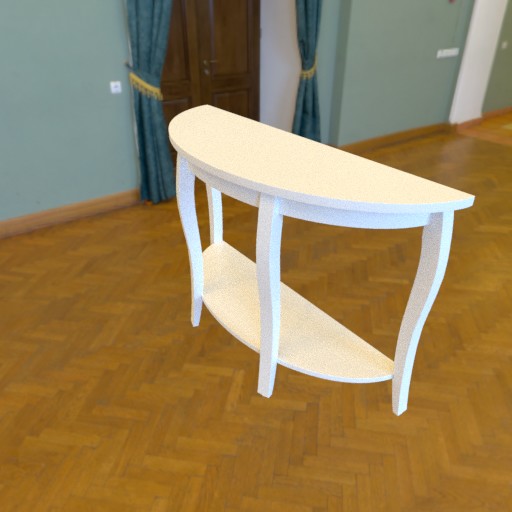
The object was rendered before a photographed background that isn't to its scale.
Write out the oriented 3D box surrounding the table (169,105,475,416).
[{"bbox_3d":[0.000,0.000,1.575,0.394,0.780,1.219,-21,37,-31],"label":"table"}]
